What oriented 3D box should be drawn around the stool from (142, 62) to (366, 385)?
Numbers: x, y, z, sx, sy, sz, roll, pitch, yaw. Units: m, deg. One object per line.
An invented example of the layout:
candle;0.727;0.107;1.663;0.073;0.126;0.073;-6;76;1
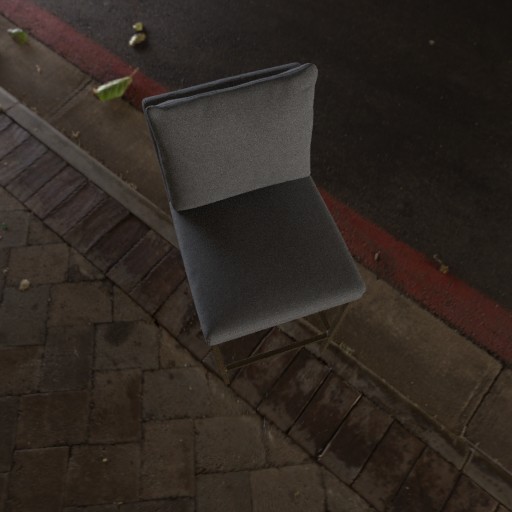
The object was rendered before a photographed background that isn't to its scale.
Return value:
stool;0.000;0.000;1.474;0.463;1.130;0.569;-16;65;-8
